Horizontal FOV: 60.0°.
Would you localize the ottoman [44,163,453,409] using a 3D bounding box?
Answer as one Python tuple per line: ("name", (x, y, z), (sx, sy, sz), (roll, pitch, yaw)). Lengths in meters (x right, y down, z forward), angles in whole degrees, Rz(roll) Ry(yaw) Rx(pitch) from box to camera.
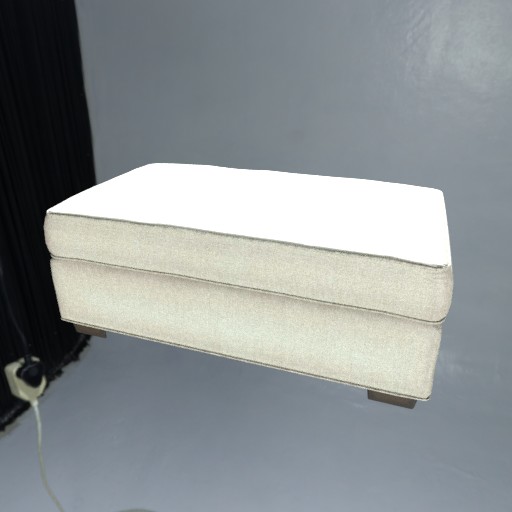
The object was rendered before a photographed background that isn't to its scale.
("ottoman", (0.000, 0.000, 1.411), (1.097, 0.448, 0.617), (9, 27, 17))
